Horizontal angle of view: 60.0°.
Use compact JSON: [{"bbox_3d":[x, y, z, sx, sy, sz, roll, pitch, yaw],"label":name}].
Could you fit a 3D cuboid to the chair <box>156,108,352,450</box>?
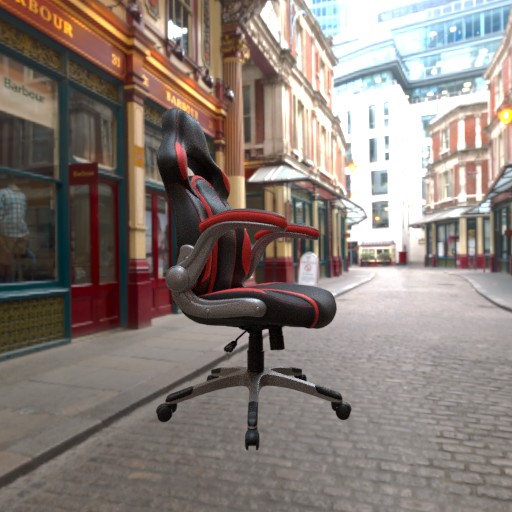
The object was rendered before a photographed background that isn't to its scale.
[{"bbox_3d":[0.000,0.000,1.692,0.712,1.165,0.758,0,-1,18],"label":"chair"}]
